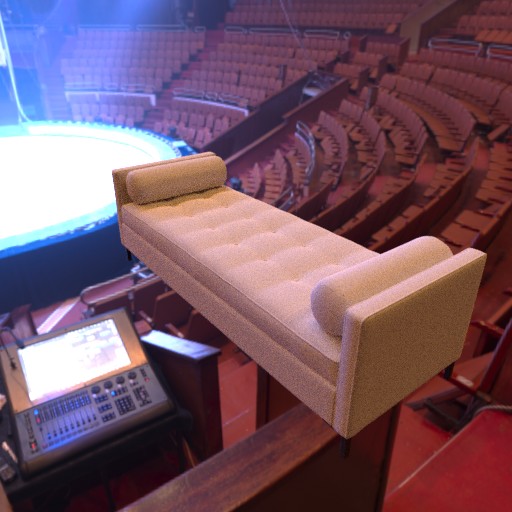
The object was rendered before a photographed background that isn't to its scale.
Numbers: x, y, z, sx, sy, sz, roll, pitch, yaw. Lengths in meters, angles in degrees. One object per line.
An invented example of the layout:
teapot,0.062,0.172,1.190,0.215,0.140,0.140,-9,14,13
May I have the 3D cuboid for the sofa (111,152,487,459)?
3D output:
sofa,0.000,0.000,2.322,0.746,0.641,1.985,-19,33,-33
